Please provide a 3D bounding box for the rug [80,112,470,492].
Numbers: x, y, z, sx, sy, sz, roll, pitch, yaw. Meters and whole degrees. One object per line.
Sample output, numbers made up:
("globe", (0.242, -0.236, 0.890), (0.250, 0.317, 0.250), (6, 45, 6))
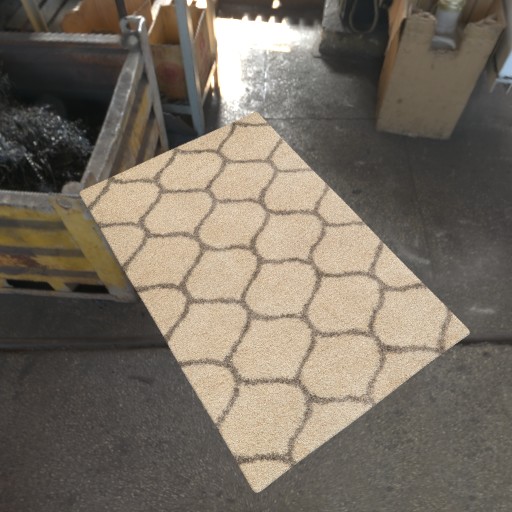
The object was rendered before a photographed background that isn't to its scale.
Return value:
("rug", (0.000, 0.000, 3.413), (1.801, 0.026, 2.701), (-30, 63, -17))
